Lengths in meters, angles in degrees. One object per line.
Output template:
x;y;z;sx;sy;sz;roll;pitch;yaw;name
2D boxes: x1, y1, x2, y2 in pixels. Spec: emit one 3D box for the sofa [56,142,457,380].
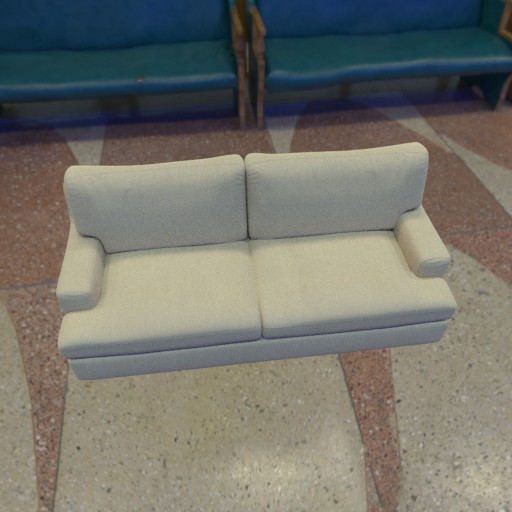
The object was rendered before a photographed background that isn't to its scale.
0.000;0.000;2.550;2.147;0.925;0.929;-5;47;-5;sofa
